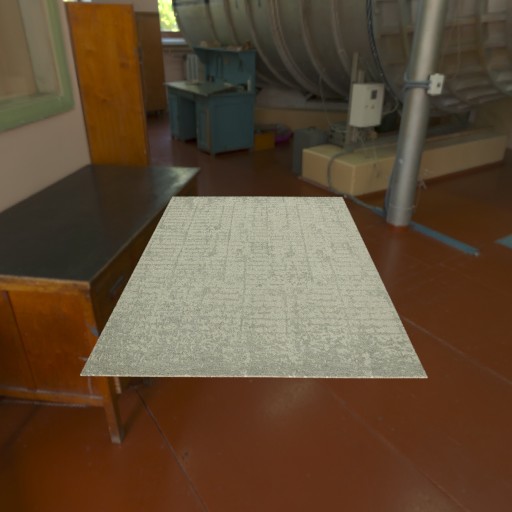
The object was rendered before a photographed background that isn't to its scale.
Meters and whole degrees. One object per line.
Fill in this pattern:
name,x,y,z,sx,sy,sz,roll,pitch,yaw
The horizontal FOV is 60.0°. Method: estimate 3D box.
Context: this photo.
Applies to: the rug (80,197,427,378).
rug,0.000,0.000,2.353,1.211,0.007,1.827,0,27,1
